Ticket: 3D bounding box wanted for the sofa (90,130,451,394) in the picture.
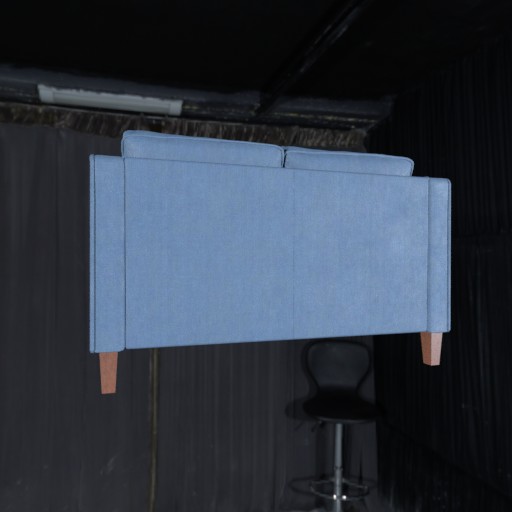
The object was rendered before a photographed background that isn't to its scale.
[{"bbox_3d":[0.000,0.000,2.195,1.501,0.971,0.987,0,-1,-18],"label":"sofa"}]
